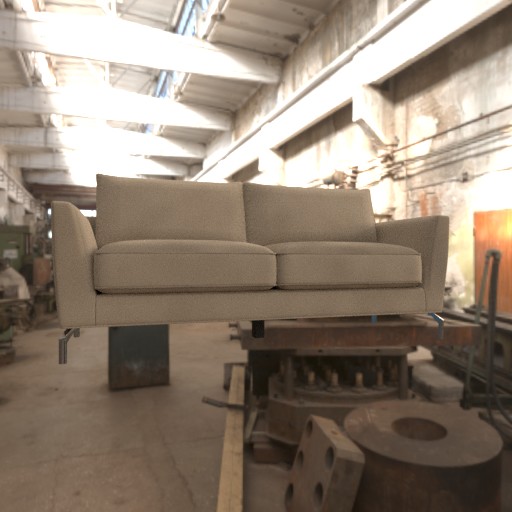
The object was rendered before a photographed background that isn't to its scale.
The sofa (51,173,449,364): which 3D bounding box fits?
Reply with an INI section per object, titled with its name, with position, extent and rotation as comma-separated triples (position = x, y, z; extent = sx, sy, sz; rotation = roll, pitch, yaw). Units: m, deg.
[sofa]
position = 0.000, 0.000, 2.731
extent = 2.214, 1.005, 0.868
rotation = 0, 0, -17
